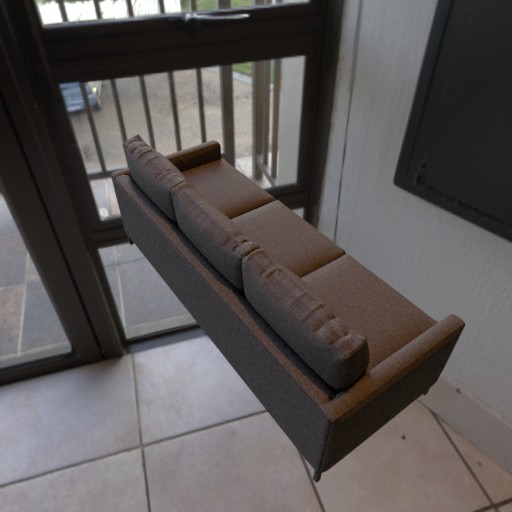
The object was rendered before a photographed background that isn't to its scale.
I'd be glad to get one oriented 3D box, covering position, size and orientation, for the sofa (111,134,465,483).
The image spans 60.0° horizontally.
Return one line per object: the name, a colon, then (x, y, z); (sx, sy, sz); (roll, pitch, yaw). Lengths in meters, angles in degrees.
sofa: (0.000, 0.000, 2.666); (0.876, 0.882, 2.253); (-25, 48, -26)
